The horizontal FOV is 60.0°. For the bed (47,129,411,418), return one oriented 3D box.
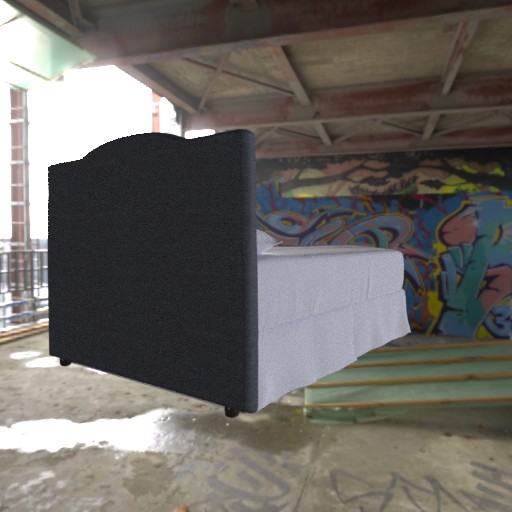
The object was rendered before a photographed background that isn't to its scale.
[{"bbox_3d":[0.000,0.000,3.510,1.747,1.441,2.507,2,3,36],"label":"bed"}]
